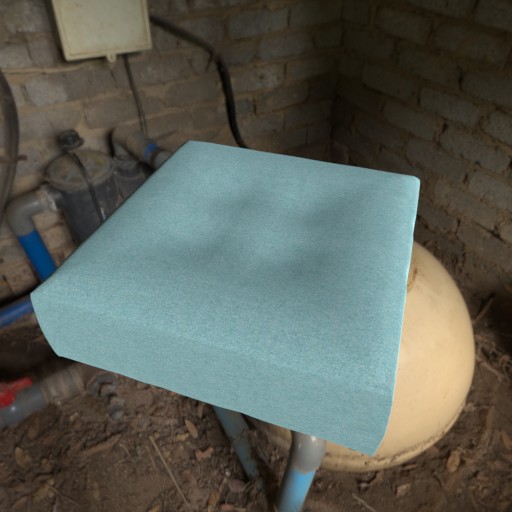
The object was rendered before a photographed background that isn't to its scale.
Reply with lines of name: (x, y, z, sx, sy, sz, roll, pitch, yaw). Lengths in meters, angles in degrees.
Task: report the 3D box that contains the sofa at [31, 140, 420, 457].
sofa: (0.000, 0.000, 1.426, 0.930, 0.330, 0.930, 13, 42, 14)
